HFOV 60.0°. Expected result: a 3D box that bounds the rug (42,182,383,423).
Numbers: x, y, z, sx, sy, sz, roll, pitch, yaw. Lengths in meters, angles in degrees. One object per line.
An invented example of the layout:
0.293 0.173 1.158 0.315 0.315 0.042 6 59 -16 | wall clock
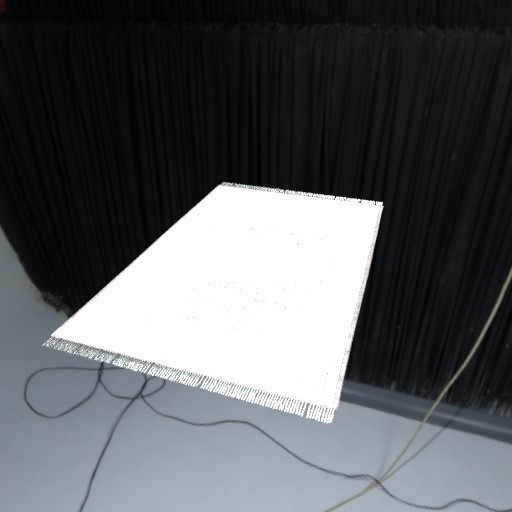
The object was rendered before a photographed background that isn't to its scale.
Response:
0.000 0.000 3.072 1.528 0.010 2.440 10 32 16 | rug
